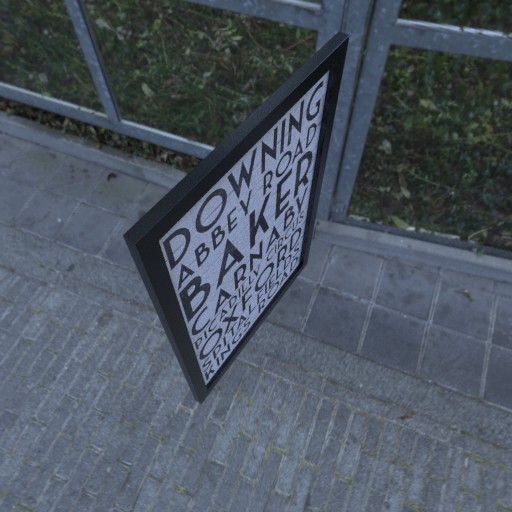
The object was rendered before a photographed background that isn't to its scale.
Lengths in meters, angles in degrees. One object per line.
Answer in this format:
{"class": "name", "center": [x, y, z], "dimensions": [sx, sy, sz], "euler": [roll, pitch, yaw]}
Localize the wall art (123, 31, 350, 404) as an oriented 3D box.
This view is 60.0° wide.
{"class": "wall art", "center": [0.000, 0.000, 0.842], "dimensions": [0.019, 0.656, 0.462], "euler": [31, 62, 18]}
